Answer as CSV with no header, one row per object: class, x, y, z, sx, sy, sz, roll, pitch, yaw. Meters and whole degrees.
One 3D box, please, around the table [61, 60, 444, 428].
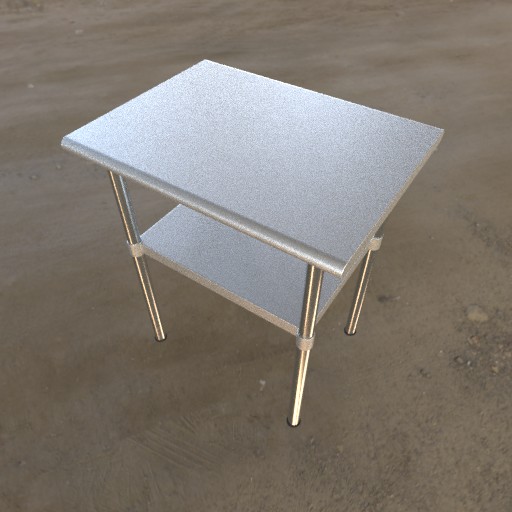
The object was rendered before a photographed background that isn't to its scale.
table,0.000,0.000,1.412,0.762,0.876,0.584,26,51,23
